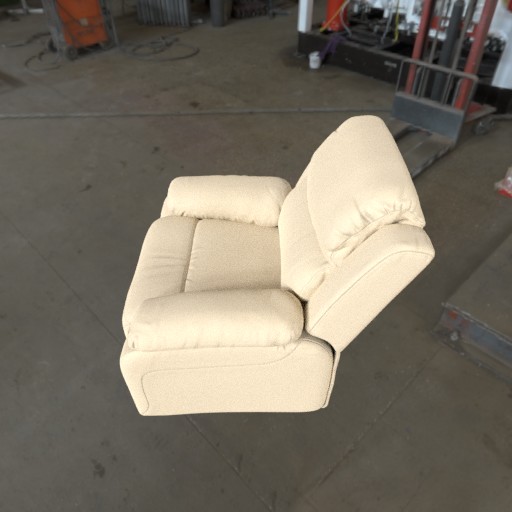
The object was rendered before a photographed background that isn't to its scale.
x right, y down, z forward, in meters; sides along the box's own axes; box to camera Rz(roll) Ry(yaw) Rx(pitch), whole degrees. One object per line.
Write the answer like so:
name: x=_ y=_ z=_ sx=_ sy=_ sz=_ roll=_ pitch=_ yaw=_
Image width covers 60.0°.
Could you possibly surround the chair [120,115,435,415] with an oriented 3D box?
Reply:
chair: x=0.000 y=0.000 z=1.243 sx=0.709 sy=0.702 sz=0.680 roll=0 pitch=42 yaw=0
